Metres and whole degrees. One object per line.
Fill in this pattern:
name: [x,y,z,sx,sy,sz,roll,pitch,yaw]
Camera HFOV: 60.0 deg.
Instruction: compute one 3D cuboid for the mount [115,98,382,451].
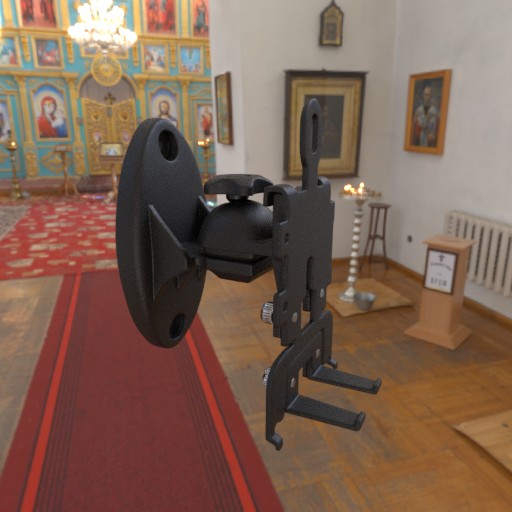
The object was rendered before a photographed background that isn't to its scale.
mount: [0.000,0.000,0.178,0.100,0.118,0.066,8,17,27]
